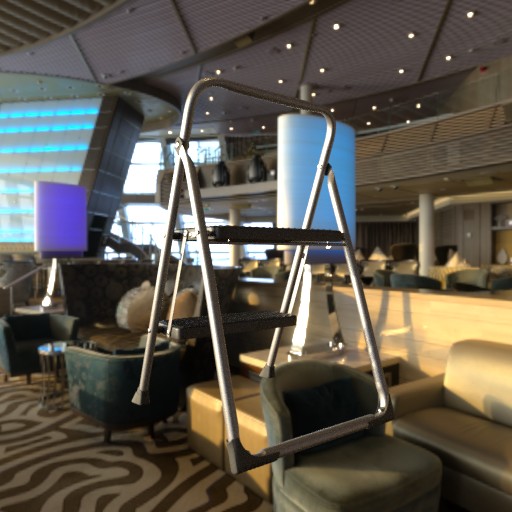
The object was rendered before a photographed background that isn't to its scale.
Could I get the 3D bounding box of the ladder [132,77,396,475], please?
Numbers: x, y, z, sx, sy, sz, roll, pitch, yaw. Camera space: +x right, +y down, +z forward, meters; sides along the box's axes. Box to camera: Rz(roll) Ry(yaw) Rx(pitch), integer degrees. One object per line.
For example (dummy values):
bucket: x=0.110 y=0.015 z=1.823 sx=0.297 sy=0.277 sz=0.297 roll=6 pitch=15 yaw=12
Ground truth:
ladder: x=0.000 y=0.000 z=1.031 sx=0.430 sy=0.720 sz=0.472 roll=0 pitch=1 yaw=-36
